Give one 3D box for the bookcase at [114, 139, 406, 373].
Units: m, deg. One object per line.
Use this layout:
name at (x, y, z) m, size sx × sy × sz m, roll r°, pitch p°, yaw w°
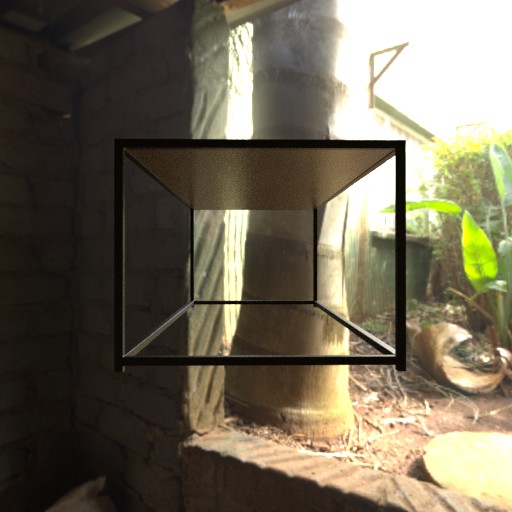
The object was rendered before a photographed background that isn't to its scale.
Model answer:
bookcase at (0.000, 0.000, 1.257) m, size 0.500 × 0.400 × 1.000 m, roll 0°, pitch 0°, yaw -1°
